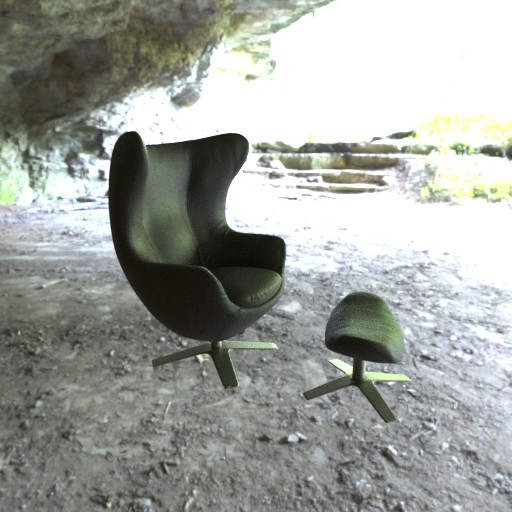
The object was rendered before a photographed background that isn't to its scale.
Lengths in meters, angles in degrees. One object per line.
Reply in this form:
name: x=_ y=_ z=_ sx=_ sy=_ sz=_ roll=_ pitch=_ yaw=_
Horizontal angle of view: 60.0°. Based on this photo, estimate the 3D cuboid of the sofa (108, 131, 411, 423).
sofa: x=0.000 y=0.000 z=2.098 sx=1.444 sy=1.135 sz=0.894 roll=8 pitch=17 yaw=27
